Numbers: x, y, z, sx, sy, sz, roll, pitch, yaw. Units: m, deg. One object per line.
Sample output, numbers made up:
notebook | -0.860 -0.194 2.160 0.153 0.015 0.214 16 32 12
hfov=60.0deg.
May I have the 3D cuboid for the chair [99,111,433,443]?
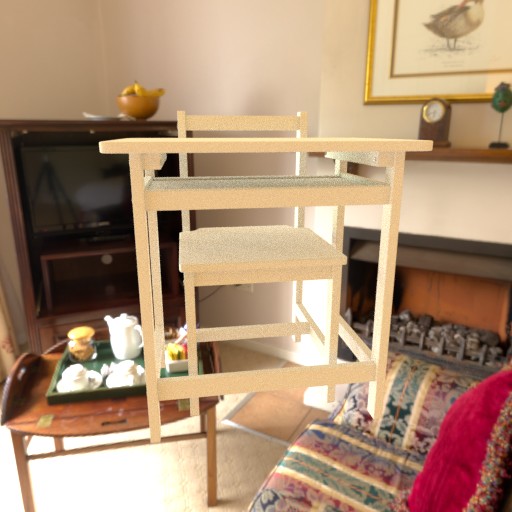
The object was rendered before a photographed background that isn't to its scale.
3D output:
chair | 0.000 0.000 1.058 0.599 0.673 0.461 -3 16 -9
